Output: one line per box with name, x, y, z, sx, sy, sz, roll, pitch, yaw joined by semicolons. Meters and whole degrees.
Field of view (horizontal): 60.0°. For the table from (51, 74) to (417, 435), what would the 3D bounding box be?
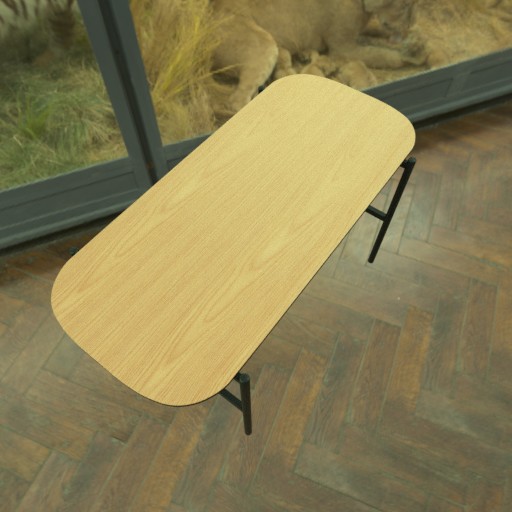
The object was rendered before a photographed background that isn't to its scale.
table;0.000;0.000;1.016;0.400;0.400;0.800;32;63;19
